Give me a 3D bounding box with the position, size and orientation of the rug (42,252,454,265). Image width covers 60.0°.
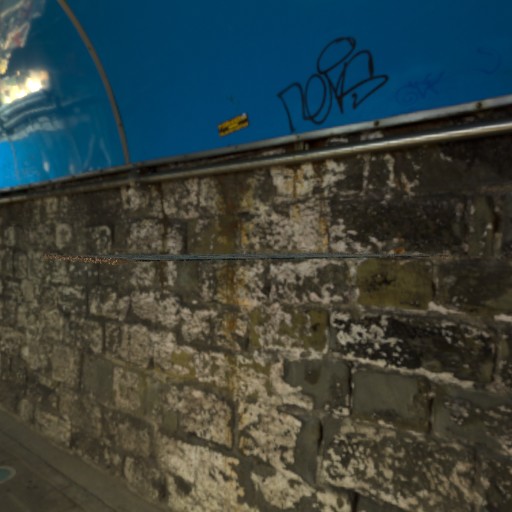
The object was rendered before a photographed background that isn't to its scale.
[{"bbox_3d":[0.000,0.000,2.408,1.936,0.028,1.181,-1,1,-36],"label":"rug"}]
